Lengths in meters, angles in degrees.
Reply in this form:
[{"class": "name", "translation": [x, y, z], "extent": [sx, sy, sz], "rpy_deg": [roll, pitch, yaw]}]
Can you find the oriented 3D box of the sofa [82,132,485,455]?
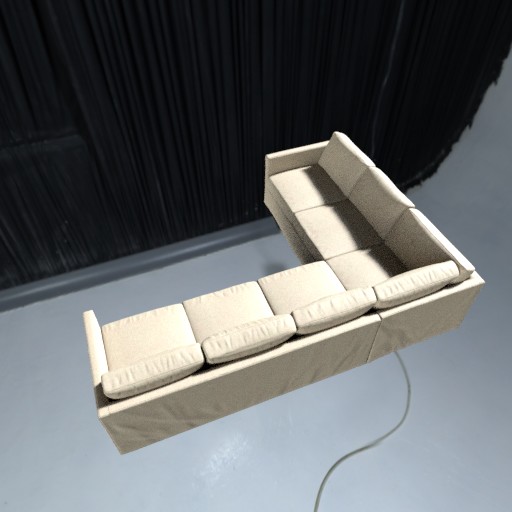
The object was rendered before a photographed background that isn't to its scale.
[{"class": "sofa", "translation": [0.000, 0.000, 4.236], "extent": [3.182, 0.871, 2.432], "rpy_deg": [-16, 48, -15]}]
